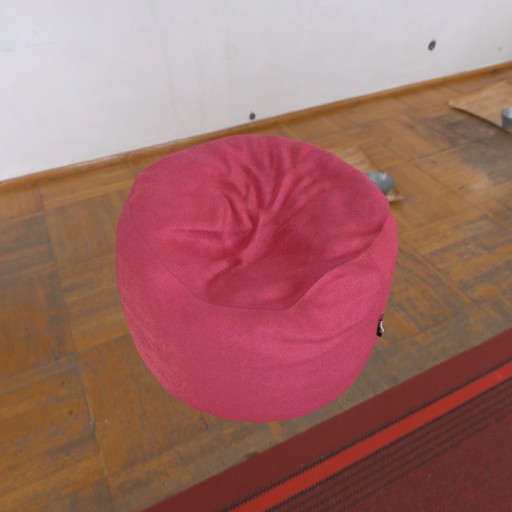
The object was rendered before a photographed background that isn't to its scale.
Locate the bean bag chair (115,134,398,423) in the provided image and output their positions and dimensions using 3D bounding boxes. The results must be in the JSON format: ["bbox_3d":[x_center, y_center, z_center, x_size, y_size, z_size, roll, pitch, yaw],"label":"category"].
[{"bbox_3d":[0.000,0.000,1.982,1.218,0.788,1.218,0,42,0],"label":"bean bag chair"}]
